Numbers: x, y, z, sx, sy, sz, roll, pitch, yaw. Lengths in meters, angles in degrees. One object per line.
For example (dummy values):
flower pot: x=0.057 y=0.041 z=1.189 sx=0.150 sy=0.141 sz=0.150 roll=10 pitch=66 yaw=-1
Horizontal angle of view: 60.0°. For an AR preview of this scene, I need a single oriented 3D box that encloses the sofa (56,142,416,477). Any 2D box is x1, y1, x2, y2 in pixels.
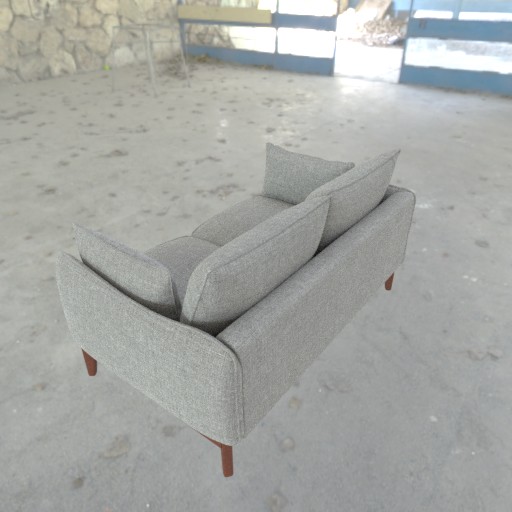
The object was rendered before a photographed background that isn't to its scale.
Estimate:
sofa: x=0.000 y=0.000 z=2.118 sx=0.972 sy=0.851 sz=1.580 roll=21 pitch=37 yaw=31
